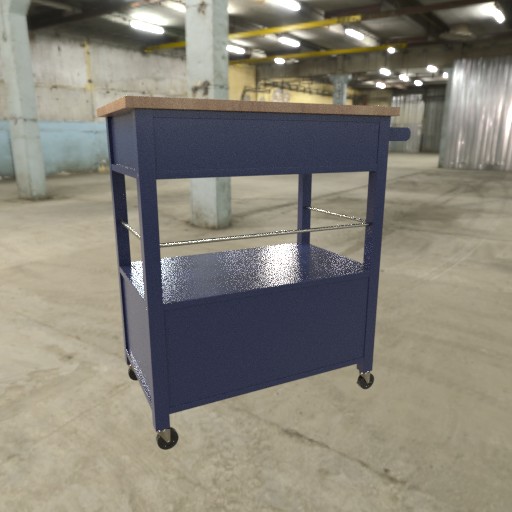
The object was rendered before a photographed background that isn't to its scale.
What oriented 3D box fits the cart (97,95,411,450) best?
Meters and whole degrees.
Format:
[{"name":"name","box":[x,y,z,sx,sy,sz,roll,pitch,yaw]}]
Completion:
[{"name":"cart","box":[0.000,0.000,1.423,0.840,0.901,0.459,-7,16,-25]}]
